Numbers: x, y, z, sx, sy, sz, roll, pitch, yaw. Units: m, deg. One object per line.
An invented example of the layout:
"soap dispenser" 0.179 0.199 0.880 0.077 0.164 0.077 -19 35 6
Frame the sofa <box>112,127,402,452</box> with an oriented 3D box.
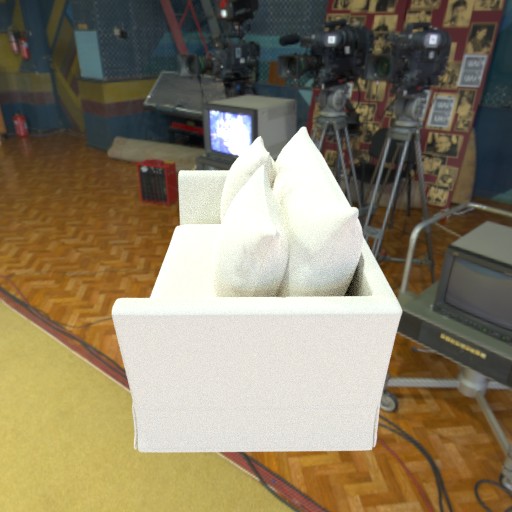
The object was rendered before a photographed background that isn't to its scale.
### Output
"sofa" 0.000 0.000 2.258 1.026 1.039 1.608 0 27 -1
